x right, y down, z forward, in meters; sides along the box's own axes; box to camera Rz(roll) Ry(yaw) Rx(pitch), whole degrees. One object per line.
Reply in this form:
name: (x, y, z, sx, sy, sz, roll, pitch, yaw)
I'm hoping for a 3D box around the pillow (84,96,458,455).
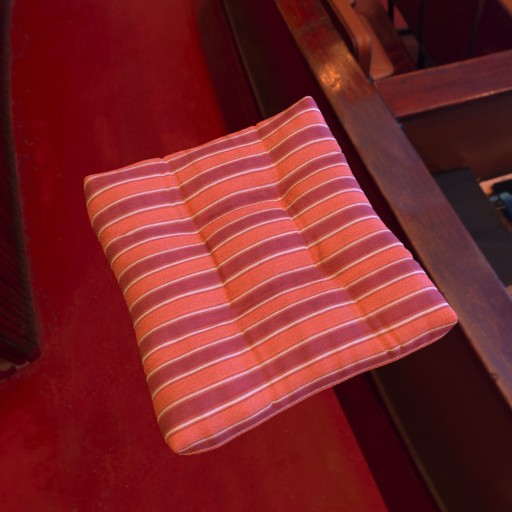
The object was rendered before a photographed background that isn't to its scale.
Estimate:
pillow: (0.000, 0.000, 0.740, 0.468, 0.133, 0.490, -22, 66, -10)
